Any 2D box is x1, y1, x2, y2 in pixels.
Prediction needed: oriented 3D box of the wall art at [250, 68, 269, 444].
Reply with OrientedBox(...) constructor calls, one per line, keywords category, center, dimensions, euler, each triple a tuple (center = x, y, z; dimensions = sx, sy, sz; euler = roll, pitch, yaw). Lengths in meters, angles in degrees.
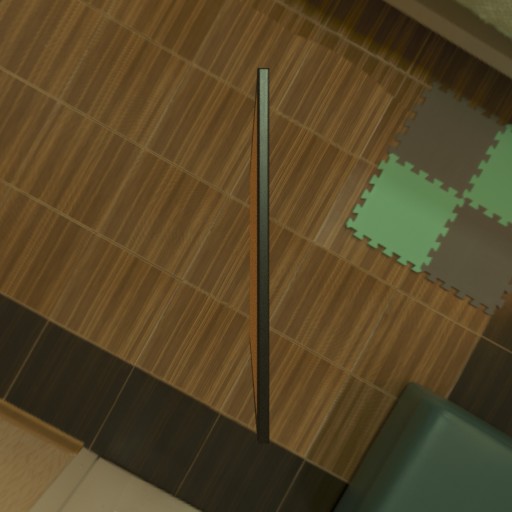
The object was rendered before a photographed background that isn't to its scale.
OrientedBox(category="wall art", center=(0.000, 0.000, 0.895), dimensions=(0.016, 0.657, 0.480), euler=(0, 90, -2))
